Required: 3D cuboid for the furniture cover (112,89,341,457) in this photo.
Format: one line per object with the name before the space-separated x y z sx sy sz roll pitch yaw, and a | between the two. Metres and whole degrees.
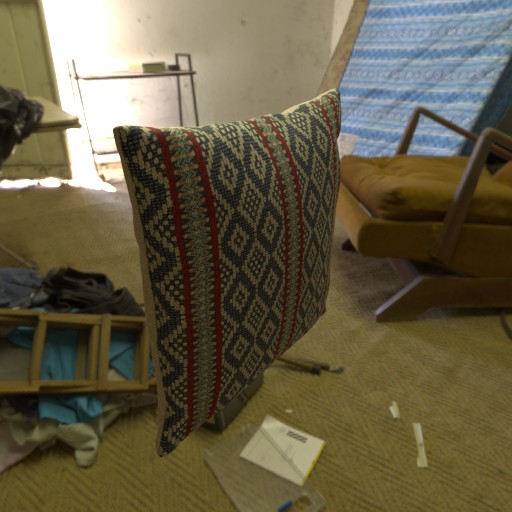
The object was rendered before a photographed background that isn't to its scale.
furniture cover | 0.000 0.000 0.650 0.139 0.431 0.431 18 32 32
